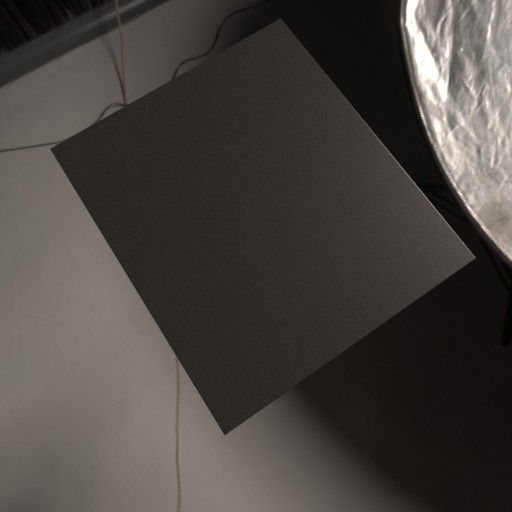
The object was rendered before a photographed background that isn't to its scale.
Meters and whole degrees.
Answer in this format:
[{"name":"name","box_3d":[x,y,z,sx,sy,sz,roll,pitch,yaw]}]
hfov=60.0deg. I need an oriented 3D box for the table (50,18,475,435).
[{"name":"table","box_3d":[0.000,0.000,0.905,0.399,0.610,0.460,-33,78,-8]}]
